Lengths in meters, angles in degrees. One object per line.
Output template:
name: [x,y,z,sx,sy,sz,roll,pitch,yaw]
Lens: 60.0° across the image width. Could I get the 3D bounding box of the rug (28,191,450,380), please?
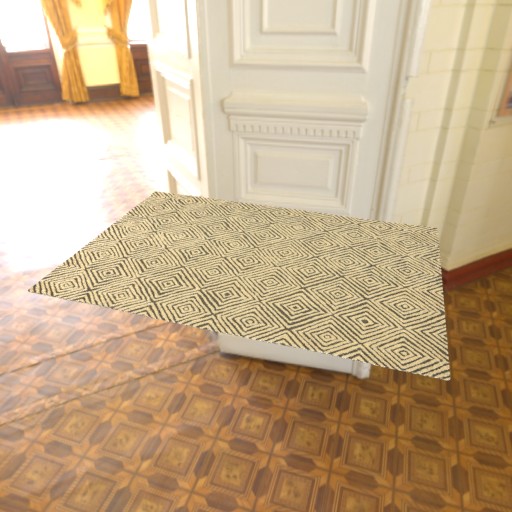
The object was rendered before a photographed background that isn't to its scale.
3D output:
rug: [0.000,0.000,2.209,1.750,0.004,1.177,9,32,15]
